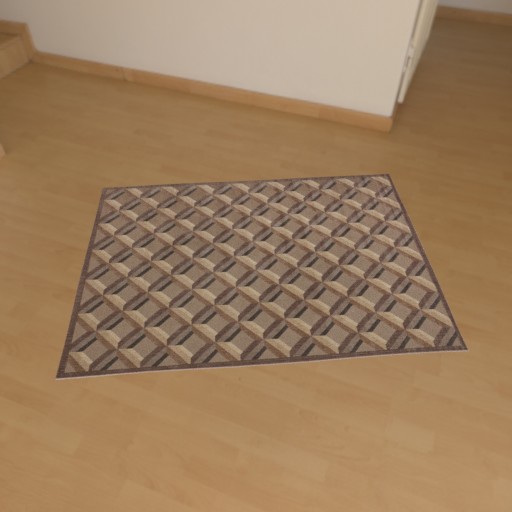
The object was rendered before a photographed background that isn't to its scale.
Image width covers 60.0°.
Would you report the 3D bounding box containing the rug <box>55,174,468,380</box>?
[{"bbox_3d":[0.000,0.000,2.940,2.260,0.013,1.600,-3,48,-3],"label":"rug"}]
